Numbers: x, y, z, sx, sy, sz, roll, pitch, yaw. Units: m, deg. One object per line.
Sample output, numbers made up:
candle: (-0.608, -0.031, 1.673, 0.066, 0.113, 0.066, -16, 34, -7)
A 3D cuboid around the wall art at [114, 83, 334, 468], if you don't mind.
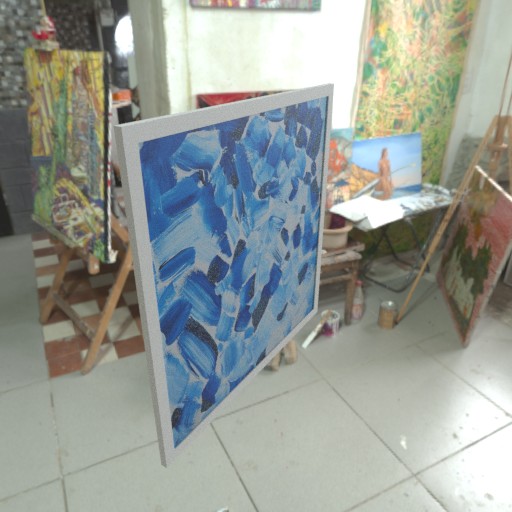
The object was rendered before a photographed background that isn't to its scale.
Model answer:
wall art: (0.000, 0.000, 0.978, 0.015, 0.660, 0.660, 17, 31, 30)
